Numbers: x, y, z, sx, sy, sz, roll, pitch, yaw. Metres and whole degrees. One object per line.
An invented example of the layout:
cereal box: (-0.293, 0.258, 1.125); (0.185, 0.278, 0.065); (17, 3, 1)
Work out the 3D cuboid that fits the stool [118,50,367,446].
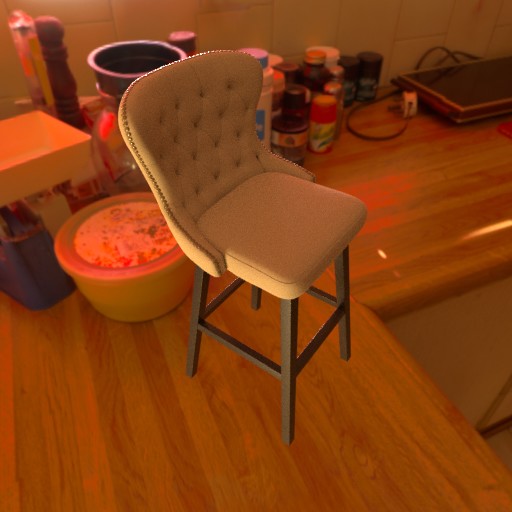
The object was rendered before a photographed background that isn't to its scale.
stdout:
stool: (0.000, 0.000, 1.402); (0.605, 1.066, 0.528); (26, 48, 26)
